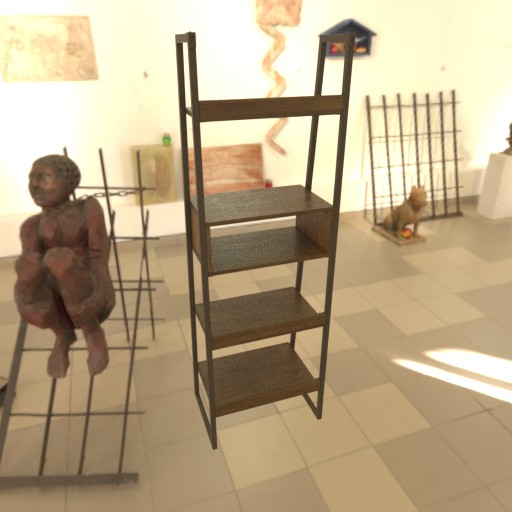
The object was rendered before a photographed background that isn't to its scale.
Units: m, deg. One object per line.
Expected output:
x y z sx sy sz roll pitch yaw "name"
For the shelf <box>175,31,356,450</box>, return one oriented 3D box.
0.000 0.000 2.229 0.652 2.005 0.454 -9 27 -18 "shelf"
